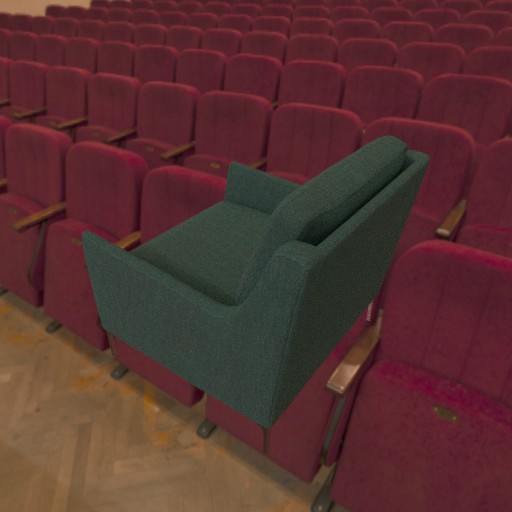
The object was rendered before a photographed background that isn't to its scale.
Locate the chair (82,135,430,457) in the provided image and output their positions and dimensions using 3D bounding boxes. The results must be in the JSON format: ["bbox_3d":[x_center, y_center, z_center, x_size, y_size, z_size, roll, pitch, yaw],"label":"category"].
[{"bbox_3d":[0.000,0.000,1.579,0.849,0.828,0.847,21,38,29],"label":"chair"}]
